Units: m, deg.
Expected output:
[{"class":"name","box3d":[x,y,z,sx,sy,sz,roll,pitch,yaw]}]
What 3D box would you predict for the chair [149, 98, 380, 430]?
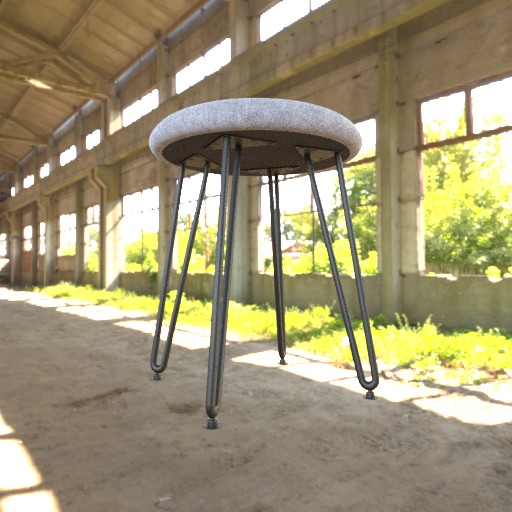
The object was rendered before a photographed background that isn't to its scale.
[{"class":"chair","box3d":[0.000,0.000,0.654,0.350,0.386,0.350,0,-1,17]}]
